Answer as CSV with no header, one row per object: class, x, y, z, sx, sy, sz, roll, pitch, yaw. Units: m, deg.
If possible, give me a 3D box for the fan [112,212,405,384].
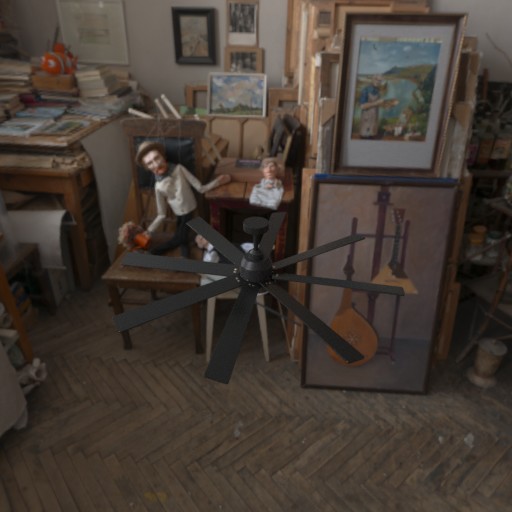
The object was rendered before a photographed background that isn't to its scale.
fan,0.000,0.000,2.774,1.830,0.472,1.830,-19,36,-28
